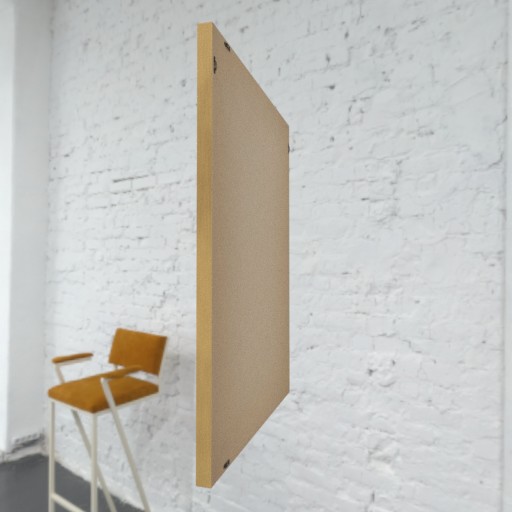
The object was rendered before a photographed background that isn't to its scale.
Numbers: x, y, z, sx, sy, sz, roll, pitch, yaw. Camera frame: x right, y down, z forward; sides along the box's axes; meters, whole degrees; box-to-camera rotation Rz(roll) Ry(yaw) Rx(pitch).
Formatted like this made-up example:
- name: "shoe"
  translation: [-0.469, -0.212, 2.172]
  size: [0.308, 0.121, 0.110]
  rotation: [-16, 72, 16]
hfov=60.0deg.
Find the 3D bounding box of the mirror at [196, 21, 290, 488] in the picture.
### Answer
- name: "mirror"
  translation: [0.000, 0.000, 1.332]
  size: [0.041, 1.016, 0.762]
  rotation: [0, -1, 17]
